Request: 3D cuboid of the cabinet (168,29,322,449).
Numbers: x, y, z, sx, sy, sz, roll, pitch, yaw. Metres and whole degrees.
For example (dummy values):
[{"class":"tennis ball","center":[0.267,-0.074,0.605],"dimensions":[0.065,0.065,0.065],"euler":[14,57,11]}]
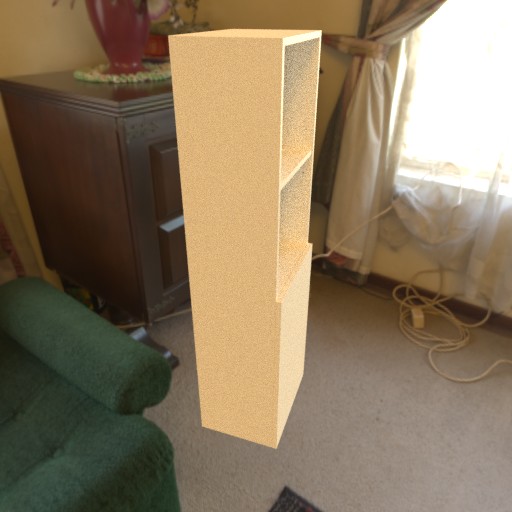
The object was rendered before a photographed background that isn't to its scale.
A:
[{"class":"cabinet","center":[0.000,0.000,1.499],"dimensions":[0.300,1.350,0.400],"euler":[10,31,17]}]
